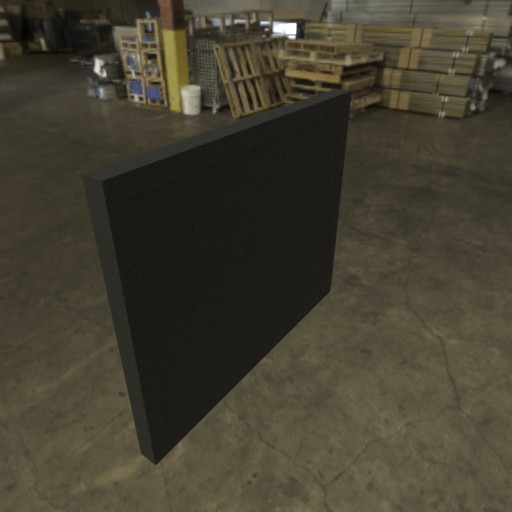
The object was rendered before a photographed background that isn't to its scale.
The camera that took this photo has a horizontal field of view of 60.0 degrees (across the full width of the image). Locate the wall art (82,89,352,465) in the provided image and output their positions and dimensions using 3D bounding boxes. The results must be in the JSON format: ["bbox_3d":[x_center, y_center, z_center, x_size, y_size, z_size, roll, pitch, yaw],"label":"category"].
[{"bbox_3d":[0.000,0.000,0.545,0.024,0.329,0.404,21,37,30],"label":"wall art"}]
